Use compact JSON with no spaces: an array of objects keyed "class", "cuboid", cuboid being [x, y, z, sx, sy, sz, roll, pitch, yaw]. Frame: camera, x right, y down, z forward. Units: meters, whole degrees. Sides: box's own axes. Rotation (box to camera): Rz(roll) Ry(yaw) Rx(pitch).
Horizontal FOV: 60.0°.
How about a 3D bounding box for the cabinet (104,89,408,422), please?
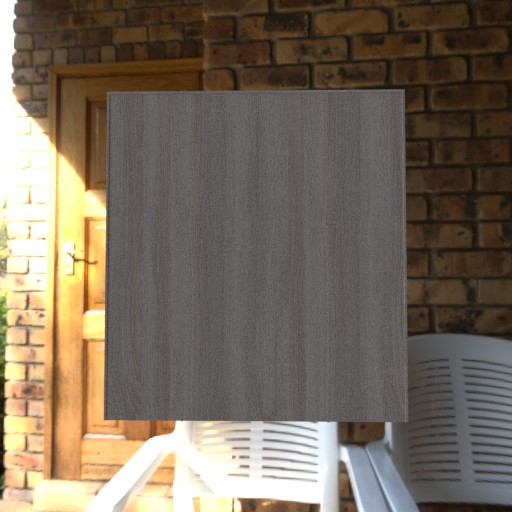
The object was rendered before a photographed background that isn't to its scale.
[{"class":"cabinet","cuboid":[0.000,0.000,3.062,1.870,2.060,0.620,0,-2,1]}]
